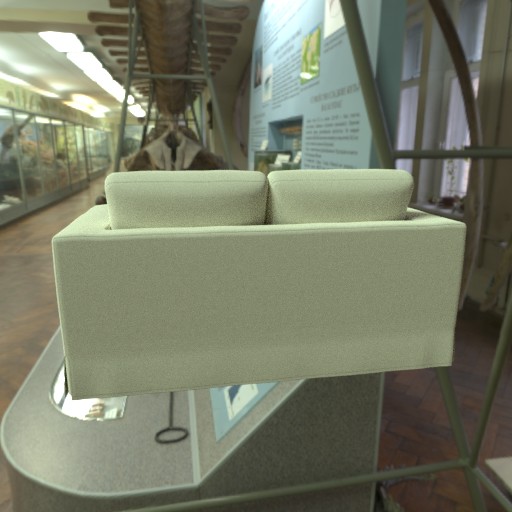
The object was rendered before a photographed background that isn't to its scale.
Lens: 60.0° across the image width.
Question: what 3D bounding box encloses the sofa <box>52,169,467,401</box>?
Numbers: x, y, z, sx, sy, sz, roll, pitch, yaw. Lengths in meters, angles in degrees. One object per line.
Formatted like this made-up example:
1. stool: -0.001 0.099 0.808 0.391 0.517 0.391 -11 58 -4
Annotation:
1. sofa: 0.000 0.000 2.374 1.813 0.932 1.009 -2 14 -10
